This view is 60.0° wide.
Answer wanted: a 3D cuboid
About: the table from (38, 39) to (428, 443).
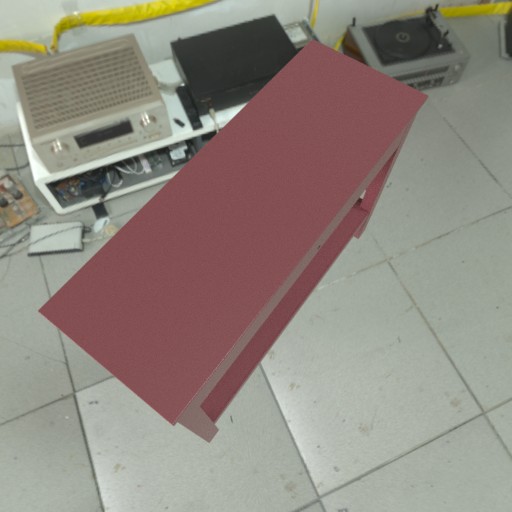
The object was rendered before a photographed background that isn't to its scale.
[{"bbox_3d":[0.000,0.000,1.427,0.397,0.753,1.068,34,68,15],"label":"table"}]
